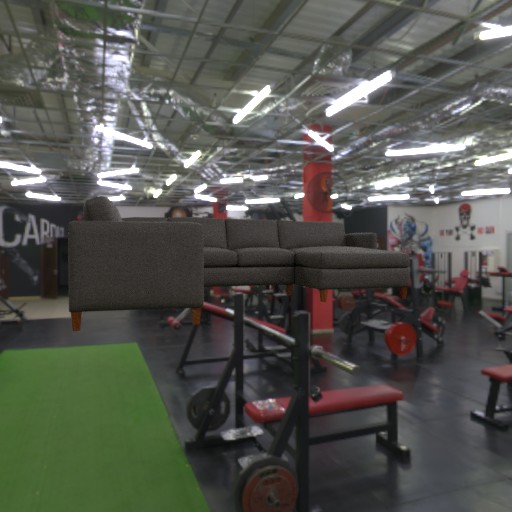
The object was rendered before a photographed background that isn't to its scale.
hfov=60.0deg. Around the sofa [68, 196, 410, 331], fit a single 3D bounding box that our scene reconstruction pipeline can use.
[{"bbox_3d":[0.000,0.000,4.690,3.460,0.961,2.594,0,1,-17],"label":"sofa"}]
